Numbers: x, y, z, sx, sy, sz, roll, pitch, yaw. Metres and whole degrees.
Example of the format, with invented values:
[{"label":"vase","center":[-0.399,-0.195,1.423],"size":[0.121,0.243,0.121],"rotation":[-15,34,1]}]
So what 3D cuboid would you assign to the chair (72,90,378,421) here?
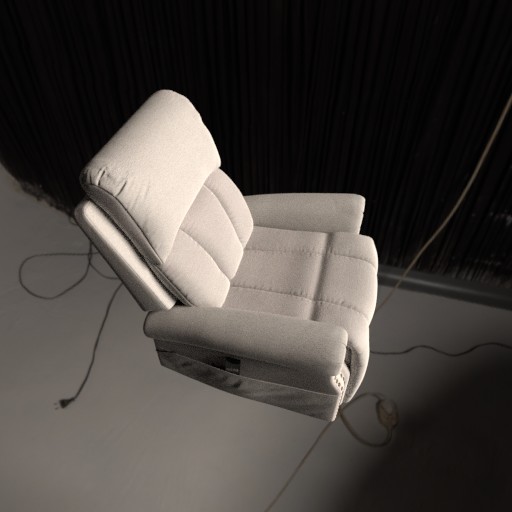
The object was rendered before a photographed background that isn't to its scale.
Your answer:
[{"label":"chair","center":[0.000,0.000,1.737],"size":[0.979,1.031,0.871],"rotation":[10,46,10]}]
